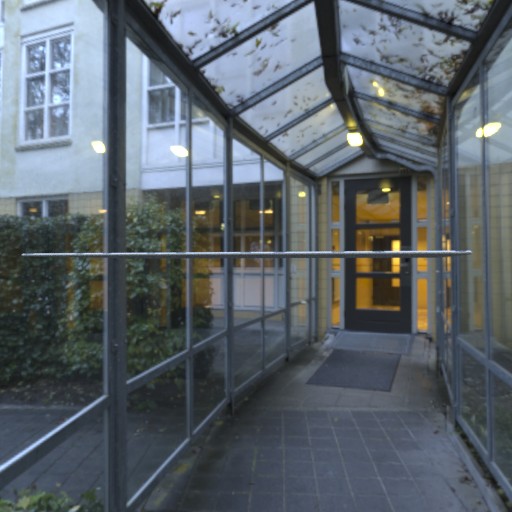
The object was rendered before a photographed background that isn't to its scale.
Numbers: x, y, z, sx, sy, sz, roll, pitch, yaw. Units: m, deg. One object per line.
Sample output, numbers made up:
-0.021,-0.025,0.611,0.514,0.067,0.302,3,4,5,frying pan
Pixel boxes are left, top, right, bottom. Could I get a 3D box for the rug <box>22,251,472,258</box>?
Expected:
0.000,0.000,2.925,2.365,0.017,1.521,0,-1,17,rug
